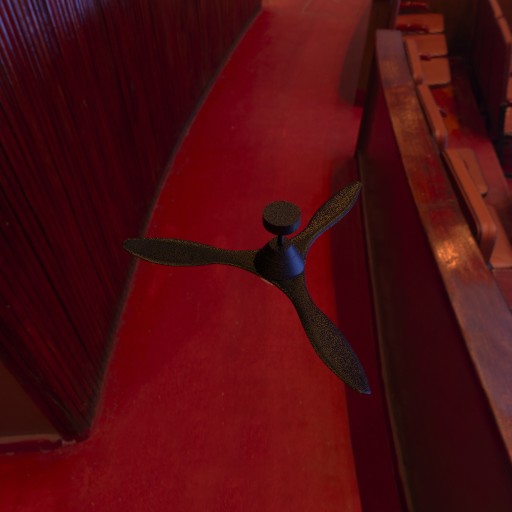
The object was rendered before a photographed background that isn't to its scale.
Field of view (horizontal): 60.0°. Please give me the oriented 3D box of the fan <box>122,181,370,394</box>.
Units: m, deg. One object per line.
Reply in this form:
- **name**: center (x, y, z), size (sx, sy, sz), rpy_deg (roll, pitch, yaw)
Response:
- **fan**: center (0.000, 0.000, 1.649), size (1.067, 0.305, 1.067), rpy_deg (-3, 46, -3)
